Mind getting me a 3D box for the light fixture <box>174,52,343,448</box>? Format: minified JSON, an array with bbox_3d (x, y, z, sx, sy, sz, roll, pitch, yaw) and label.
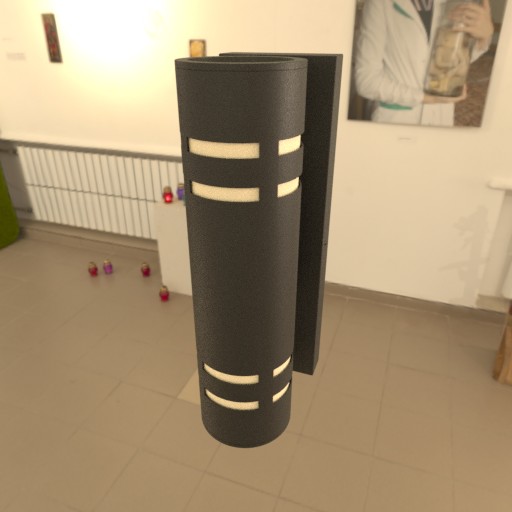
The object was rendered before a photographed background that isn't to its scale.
[{"bbox_3d":[0.000,0.000,0.403,0.105,0.330,0.149,9,28,18],"label":"light fixture"}]
